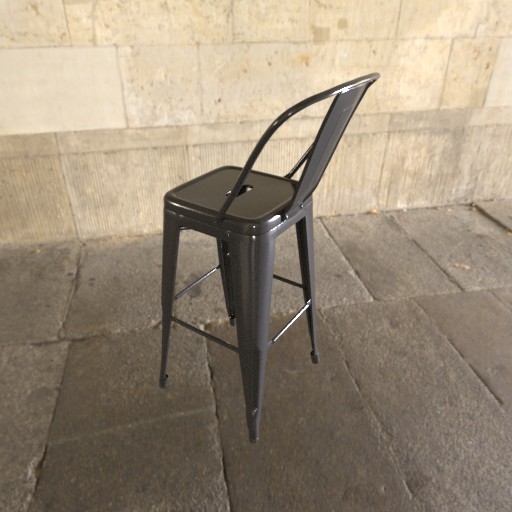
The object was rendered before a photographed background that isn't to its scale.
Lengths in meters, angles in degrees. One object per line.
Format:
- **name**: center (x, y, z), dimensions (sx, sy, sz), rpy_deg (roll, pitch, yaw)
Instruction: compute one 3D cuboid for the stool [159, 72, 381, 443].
- **stool**: center (0.000, 0.000, 1.287), dimensions (0.528, 1.022, 0.432), rpy_deg (19, 36, 29)
